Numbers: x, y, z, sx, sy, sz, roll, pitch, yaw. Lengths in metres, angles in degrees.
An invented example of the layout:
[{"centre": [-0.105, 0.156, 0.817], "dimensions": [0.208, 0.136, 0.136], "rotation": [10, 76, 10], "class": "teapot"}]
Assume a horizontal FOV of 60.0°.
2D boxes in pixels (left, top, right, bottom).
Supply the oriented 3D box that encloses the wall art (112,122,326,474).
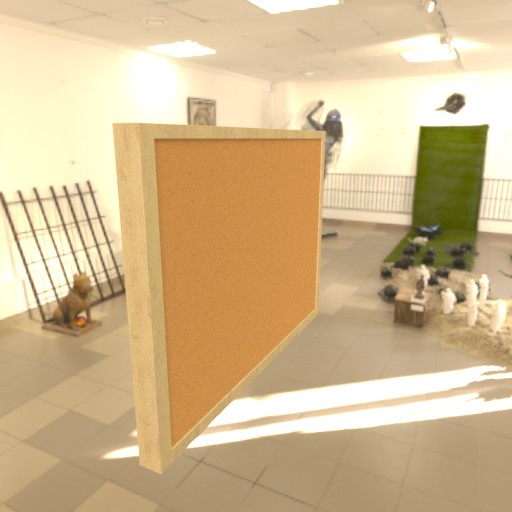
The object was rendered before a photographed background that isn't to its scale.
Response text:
[{"centre": [0.000, 0.000, 0.687], "dimensions": [0.032, 0.380, 0.532], "rotation": [7, 17, 26], "class": "wall art"}]
